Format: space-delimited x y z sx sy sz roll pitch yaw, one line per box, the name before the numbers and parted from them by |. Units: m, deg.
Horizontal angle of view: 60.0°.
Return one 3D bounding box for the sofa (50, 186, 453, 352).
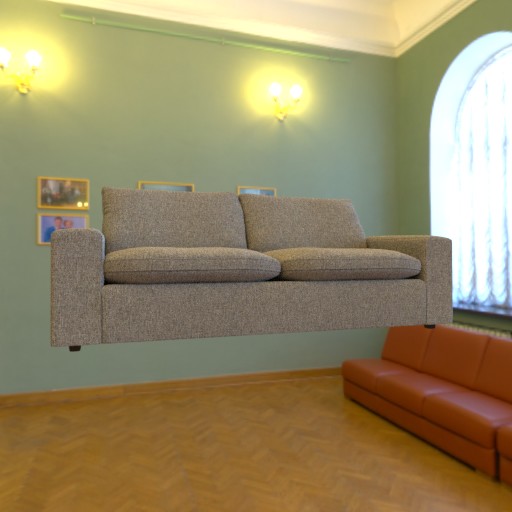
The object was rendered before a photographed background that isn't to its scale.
sofa | 0.000 0.000 2.821 2.299 0.922 1.040 0 0 -19
